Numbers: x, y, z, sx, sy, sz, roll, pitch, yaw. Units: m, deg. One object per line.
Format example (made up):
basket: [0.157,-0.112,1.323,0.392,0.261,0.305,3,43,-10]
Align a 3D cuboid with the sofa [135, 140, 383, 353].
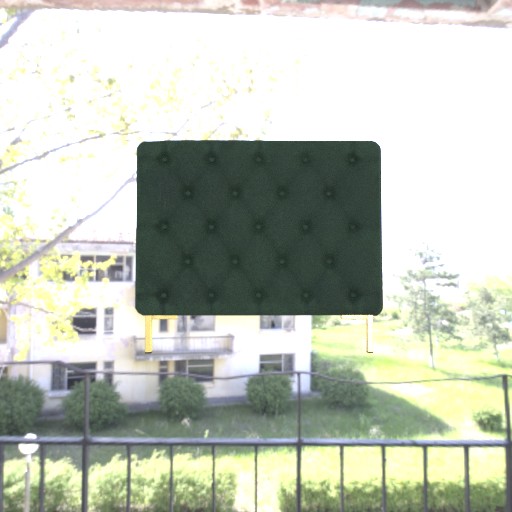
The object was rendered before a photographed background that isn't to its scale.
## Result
sofa: [0.000,0.000,2.641,0.895,0.771,2.209,0,-2,-1]
